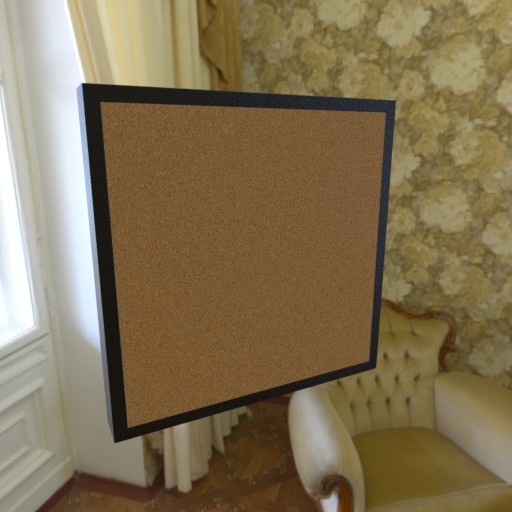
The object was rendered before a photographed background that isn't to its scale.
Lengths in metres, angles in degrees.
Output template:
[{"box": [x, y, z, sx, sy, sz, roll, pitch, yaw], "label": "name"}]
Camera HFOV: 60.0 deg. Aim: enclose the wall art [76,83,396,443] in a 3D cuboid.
[{"box": [0.000, 0.000, 0.443, 0.304, 0.304, 0.038, -7, 16, -26], "label": "wall art"}]
